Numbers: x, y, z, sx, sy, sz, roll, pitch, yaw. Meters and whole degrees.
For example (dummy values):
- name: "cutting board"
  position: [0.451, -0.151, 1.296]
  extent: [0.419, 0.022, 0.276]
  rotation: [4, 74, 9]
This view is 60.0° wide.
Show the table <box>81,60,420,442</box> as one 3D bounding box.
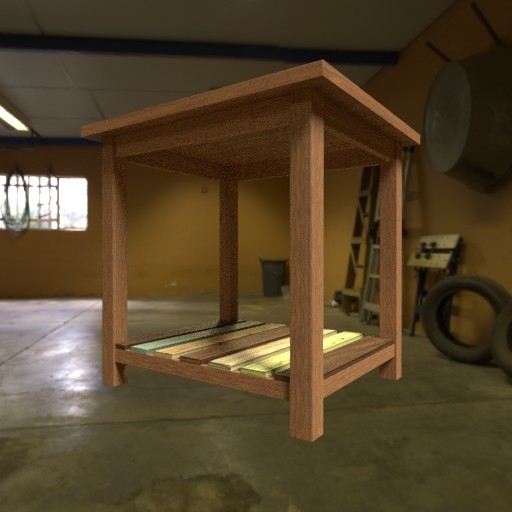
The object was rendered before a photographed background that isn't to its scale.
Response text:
- name: "table"
  position: [0.000, 0.000, 1.130]
  extent: [0.660, 0.635, 0.559]
  rotation: [0, 1, 35]
